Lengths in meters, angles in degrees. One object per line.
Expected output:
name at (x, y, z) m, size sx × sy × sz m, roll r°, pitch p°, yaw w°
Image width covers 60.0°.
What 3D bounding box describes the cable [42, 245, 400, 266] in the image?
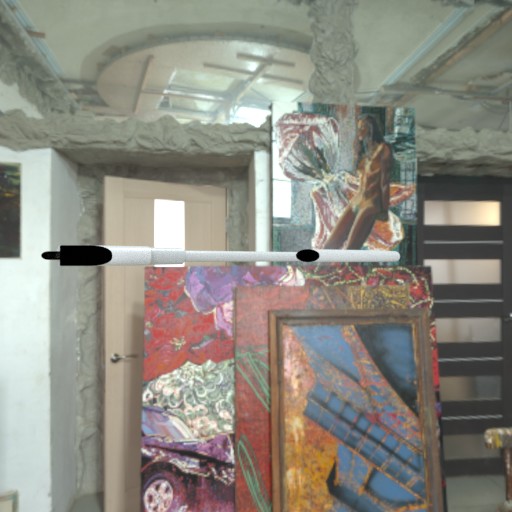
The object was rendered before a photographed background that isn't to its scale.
cable at (0.000, 0.000, 0.112) m, size 0.098 × 0.006 × 0.040 m, roll 0°, pitch -1°, yaw -36°
